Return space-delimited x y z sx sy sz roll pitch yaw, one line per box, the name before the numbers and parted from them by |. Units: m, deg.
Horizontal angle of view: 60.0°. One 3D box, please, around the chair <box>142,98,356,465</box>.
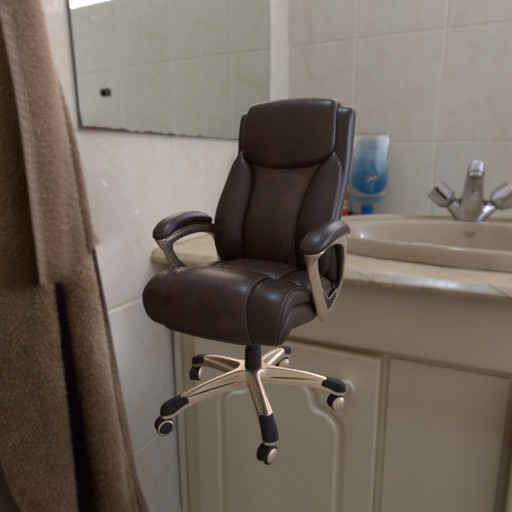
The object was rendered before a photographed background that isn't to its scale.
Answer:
chair | 0.000 0.000 1.657 0.692 1.194 0.749 6 13 27
